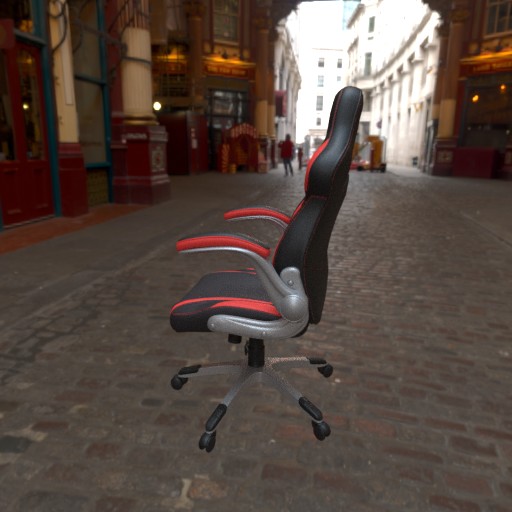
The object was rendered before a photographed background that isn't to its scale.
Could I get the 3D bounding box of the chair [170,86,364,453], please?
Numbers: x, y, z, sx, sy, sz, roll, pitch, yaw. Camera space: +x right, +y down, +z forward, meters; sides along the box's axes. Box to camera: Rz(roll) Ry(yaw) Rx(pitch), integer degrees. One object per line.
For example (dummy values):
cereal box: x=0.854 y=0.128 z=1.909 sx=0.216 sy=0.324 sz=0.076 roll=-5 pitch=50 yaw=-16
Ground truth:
chair: x=0.000 y=0.000 z=1.642 sx=0.712 sy=1.165 sz=0.758 roll=3 pitch=15 yaw=10
